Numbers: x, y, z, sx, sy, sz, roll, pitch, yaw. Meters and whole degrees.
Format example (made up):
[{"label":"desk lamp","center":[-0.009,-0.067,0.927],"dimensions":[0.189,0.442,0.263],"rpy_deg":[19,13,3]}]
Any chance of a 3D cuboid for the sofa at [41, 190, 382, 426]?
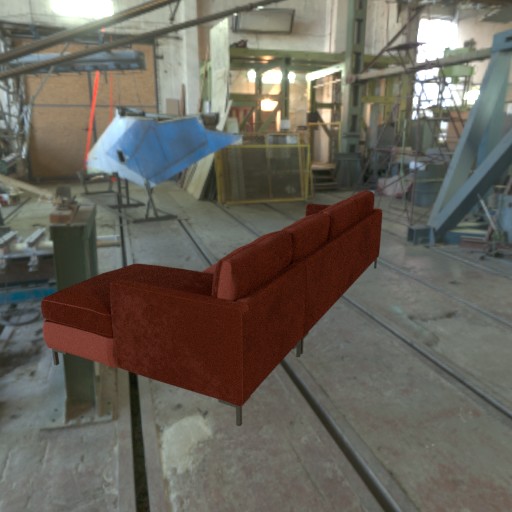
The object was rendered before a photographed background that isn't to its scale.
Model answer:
[{"label":"sofa","center":[0.000,0.000,3.506],"dimensions":[1.350,0.810,2.932],"rpy_deg":[8,18,26]}]
